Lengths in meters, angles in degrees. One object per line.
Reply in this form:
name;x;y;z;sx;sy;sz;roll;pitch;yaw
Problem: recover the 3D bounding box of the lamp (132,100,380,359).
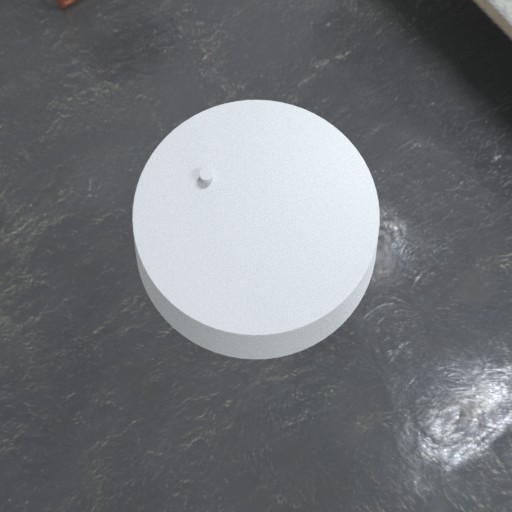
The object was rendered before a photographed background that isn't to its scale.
lamp;0.000;0.000;0.642;0.291;0.429;0.291;0;77;0
